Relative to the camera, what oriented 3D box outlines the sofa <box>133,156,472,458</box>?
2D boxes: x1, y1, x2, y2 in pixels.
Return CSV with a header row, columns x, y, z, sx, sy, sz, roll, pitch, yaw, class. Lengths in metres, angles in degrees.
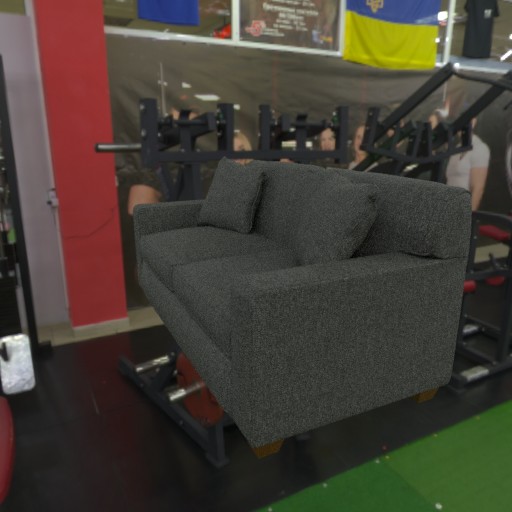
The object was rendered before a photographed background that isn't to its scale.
x,y,z,sx,sy,sz,roll,pitch,yaw,class
0.000,0.000,2.369,0.998,0.958,1.846,-8,18,-25,sofa
